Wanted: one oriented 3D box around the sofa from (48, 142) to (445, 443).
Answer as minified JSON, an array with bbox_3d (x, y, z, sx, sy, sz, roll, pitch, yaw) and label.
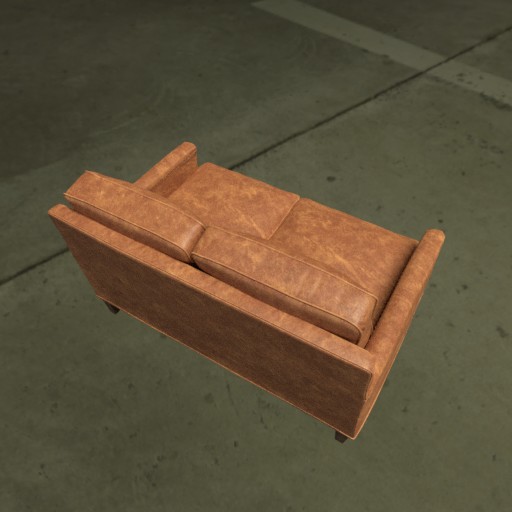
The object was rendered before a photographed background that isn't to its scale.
[{"bbox_3d":[0.000,0.000,2.234,1.597,1.003,1.084,24,52,21],"label":"sofa"}]
